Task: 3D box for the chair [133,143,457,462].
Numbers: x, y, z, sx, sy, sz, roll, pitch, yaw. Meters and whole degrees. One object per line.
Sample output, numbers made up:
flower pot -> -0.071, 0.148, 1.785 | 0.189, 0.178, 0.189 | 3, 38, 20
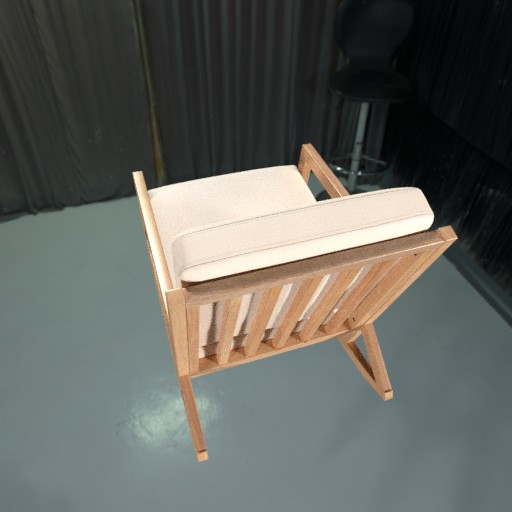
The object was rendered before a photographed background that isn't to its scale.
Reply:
chair -> 0.000, 0.000, 1.386 | 0.622, 0.790, 0.857 | -13, 43, -14
